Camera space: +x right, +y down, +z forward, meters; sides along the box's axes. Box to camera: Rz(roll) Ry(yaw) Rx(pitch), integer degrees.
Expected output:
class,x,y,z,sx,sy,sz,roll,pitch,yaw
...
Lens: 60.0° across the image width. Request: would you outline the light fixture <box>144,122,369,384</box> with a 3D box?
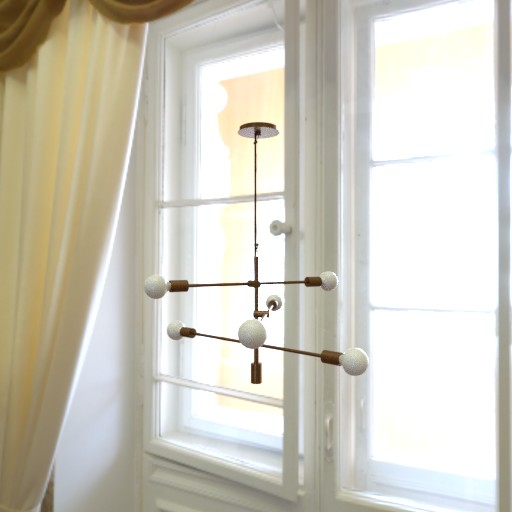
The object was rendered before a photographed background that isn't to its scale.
class,x,y,z,sx,sy,sz,roll,pitch,yaw
light fixture,0.000,0.000,1.290,0.637,0.744,0.682,0,0,-19
